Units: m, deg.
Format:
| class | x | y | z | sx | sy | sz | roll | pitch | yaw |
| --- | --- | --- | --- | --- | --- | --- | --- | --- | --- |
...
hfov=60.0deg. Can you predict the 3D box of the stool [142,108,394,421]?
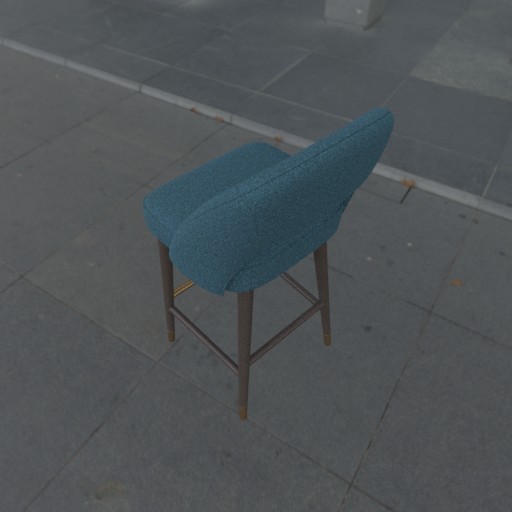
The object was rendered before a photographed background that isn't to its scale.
| class | x | y | z | sx | sy | sz | roll | pitch | yaw |
| --- | --- | --- | --- | --- | --- | --- | --- | --- | --- |
| stool | 0.000 | 0.000 | 1.330 | 0.536 | 1.032 | 0.522 | -34 | 55 | -27 |
